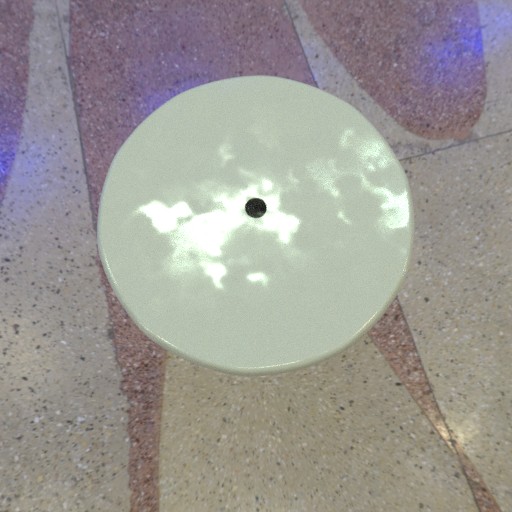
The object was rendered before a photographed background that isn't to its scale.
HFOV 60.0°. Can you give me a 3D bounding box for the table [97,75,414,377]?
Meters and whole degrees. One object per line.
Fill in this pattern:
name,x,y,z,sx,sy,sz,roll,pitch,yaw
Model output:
table,0.000,0.000,0.665,0.352,0.387,0.352,0,75,0
